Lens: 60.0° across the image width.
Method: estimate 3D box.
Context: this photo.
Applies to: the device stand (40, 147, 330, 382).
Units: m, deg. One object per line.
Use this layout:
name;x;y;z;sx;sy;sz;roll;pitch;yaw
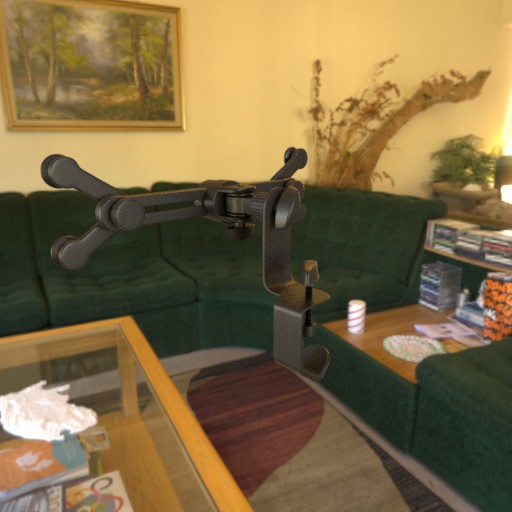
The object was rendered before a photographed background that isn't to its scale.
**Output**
device stand;0.000;0.000;0.361;0.270;0.166;0.142;-15;21;-43
